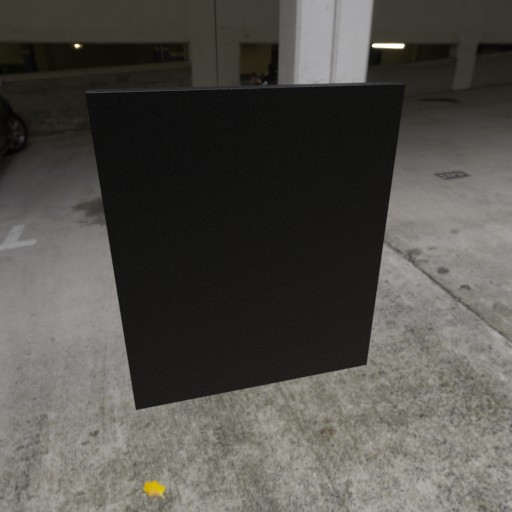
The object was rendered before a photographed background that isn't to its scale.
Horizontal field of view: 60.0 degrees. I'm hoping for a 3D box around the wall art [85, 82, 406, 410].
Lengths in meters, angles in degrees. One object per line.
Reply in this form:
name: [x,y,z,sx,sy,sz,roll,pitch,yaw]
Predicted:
wall art: [0.000,0.000,0.531,0.325,0.380,0.028,-7,27,-14]
